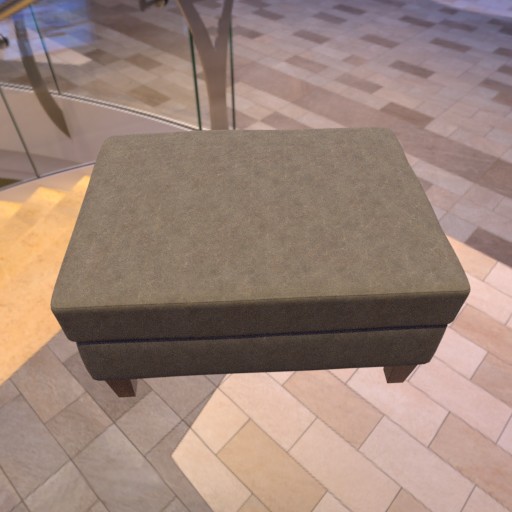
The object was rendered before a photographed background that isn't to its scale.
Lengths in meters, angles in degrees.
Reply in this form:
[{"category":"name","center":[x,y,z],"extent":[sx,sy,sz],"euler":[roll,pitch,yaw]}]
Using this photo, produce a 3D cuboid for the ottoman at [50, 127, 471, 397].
[{"category":"ottoman","center":[0.000,0.000,1.219],"extent":[0.839,0.464,0.639],"euler":[-2,47,-2]}]
